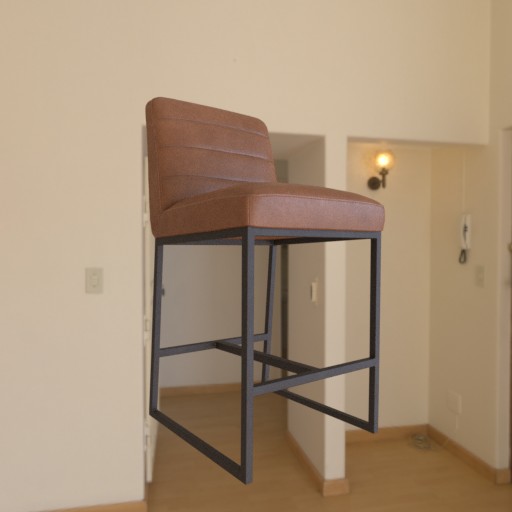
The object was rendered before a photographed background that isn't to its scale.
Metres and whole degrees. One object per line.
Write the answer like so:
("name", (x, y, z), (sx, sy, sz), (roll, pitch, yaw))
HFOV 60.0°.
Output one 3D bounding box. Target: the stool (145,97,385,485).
("stool", (0.000, 0.000, 1.245), (0.458, 0.940, 0.556), (-1, 1, -37))
